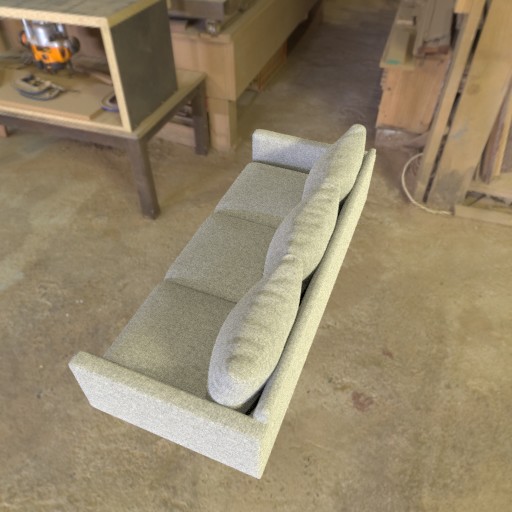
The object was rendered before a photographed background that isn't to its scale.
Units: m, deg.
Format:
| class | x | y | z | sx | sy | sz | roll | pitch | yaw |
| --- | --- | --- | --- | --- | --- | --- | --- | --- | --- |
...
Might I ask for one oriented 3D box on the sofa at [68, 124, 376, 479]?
| class | x | y | z | sx | sy | sz | roll | pitch | yaw |
| --- | --- | --- | --- | --- | --- | --- | --- | --- | --- |
| sofa | 0.000 | 0.000 | 2.408 | 0.850 | 0.830 | 2.000 | 16 | 47 | 16 |
